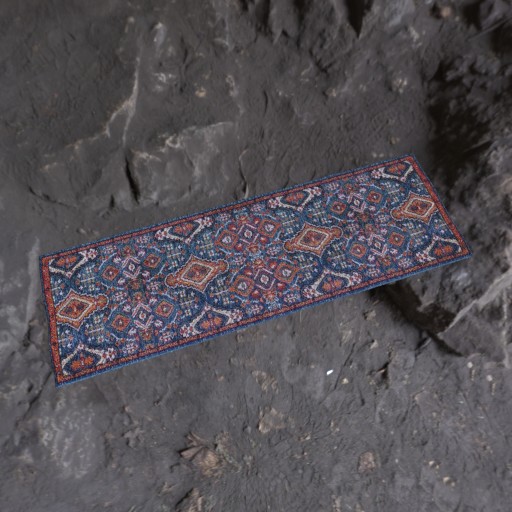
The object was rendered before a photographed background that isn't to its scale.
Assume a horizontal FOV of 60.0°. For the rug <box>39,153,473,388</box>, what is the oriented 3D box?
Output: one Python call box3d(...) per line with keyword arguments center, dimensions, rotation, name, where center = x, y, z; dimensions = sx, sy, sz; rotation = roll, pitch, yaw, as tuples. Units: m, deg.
box3d(center=(0.000, 0.000, 2.623), dimensions=(2.459, 0.010, 0.801), rotation=(-16, 66, -8), name="rug")
